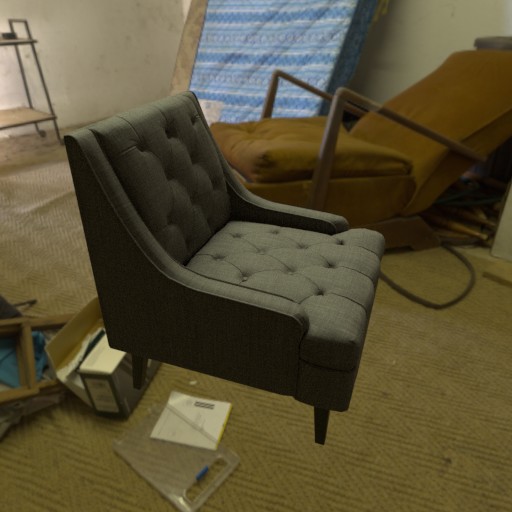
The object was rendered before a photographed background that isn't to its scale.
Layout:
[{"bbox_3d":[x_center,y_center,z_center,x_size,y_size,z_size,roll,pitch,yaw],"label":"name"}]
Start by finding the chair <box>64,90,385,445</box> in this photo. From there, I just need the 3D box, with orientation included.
[{"bbox_3d":[0.000,0.000,1.424,0.771,0.891,0.655,10,32,17],"label":"chair"}]
